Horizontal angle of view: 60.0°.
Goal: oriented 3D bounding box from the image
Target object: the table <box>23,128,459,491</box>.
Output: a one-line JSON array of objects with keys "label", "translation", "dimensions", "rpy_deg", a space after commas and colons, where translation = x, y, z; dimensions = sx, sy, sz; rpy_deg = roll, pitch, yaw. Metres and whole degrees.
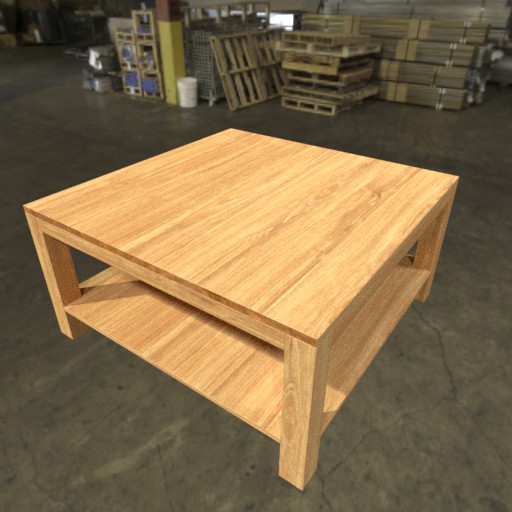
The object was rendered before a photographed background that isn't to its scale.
[{"label": "table", "translation": [0.000, 0.000, 1.400], "dimensions": [0.900, 0.450, 0.900], "rpy_deg": [21, 37, 30]}]
